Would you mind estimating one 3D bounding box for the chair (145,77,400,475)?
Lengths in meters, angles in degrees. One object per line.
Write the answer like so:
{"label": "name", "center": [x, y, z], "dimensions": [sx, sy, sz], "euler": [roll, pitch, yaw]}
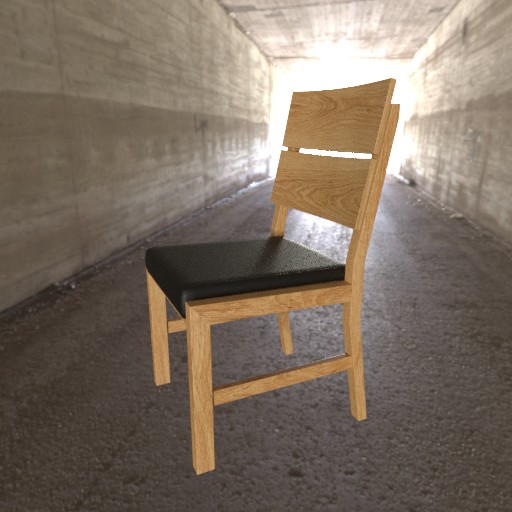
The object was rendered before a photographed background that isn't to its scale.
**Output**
{"label": "chair", "center": [0.000, 0.000, 1.295], "dimensions": [0.569, 0.950, 0.475], "euler": [-7, 18, -24]}
